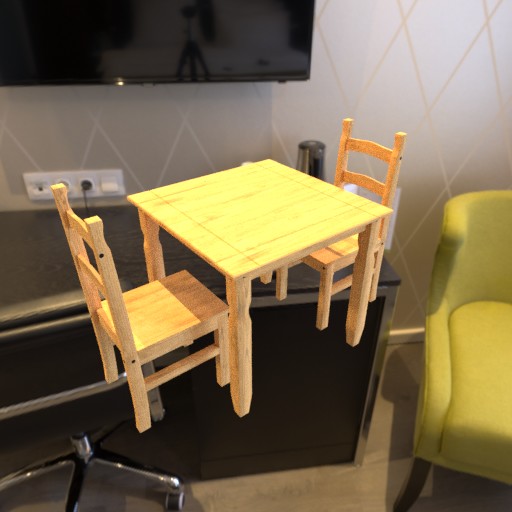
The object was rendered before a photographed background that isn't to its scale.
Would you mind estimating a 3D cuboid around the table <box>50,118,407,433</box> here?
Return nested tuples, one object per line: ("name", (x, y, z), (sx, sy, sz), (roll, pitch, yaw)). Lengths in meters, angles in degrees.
("table", (0.000, 0.000, 2.030), (1.501, 0.942, 0.813), (-22, 37, -32))
